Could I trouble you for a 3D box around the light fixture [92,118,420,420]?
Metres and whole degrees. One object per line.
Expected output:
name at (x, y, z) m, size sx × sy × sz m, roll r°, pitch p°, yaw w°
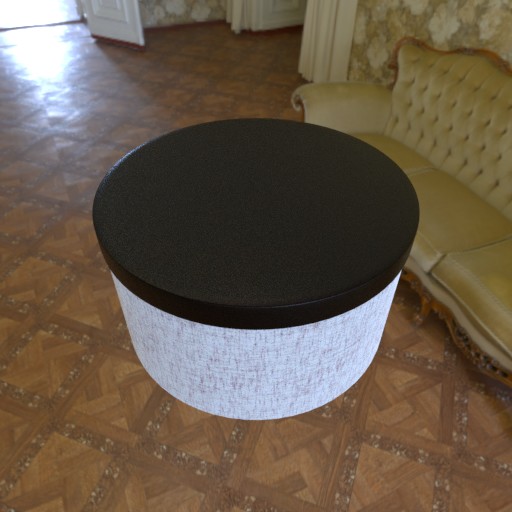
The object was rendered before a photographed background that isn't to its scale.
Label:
light fixture at (0.000, 0.000, 0.621) m, size 0.389 × 0.229 × 0.389 m, roll 0°, pitch 42°, yaw 0°
